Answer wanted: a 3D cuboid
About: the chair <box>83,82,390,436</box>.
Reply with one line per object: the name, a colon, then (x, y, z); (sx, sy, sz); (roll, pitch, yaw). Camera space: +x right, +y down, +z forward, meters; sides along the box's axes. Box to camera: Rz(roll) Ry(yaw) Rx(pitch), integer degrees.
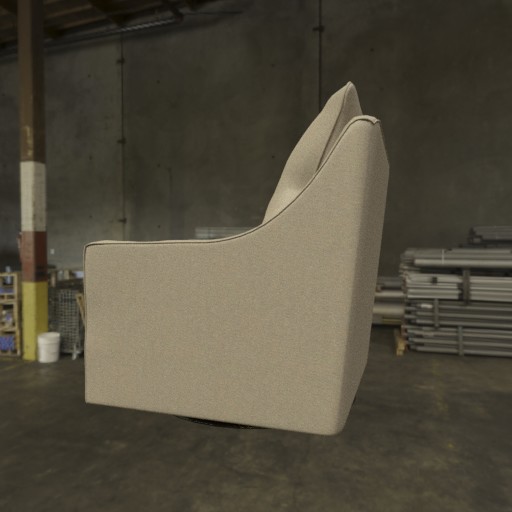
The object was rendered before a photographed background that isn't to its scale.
chair: (0.000, 0.000, 1.559); (0.876, 0.942, 0.760); (0, 1, 19)
